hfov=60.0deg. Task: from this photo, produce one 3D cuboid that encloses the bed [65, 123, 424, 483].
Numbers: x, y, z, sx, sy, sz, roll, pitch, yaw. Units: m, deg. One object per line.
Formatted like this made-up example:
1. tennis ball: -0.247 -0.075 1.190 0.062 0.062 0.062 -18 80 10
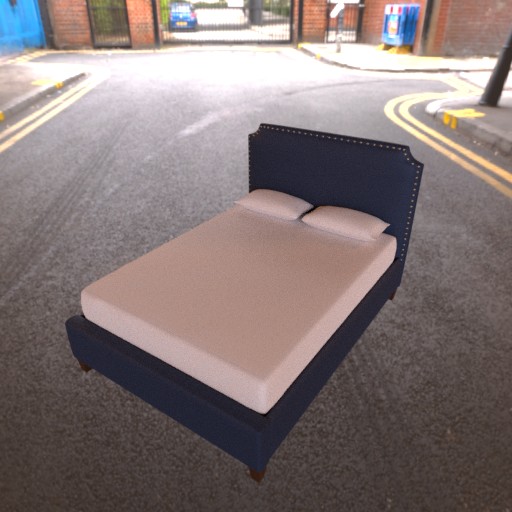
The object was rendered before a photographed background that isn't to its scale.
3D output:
1. bed: 0.000 0.000 3.444 1.712 1.443 2.372 19 34 30
